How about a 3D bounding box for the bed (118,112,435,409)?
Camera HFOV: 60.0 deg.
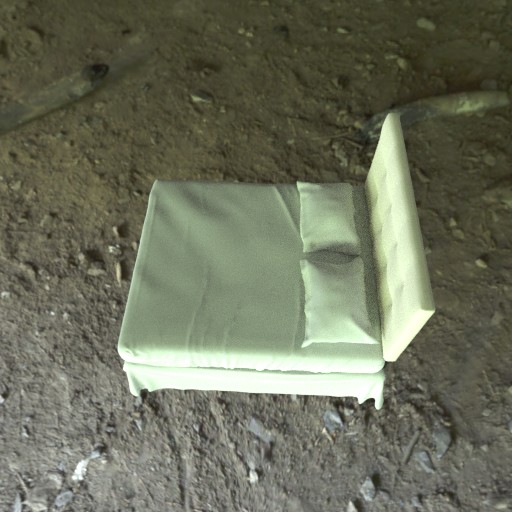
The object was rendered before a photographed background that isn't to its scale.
[{"bbox_3d":[0.000,0.000,3.535,2.222,1.577,1.936,2,58,1],"label":"bed"}]
